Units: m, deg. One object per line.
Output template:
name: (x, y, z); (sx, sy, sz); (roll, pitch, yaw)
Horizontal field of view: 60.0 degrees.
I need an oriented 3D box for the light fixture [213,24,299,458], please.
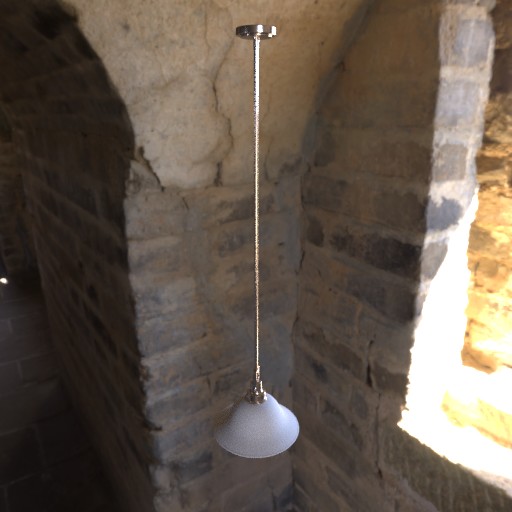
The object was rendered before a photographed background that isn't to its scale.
light fixture: (0.000, 0.000, 1.463); (0.324, 1.354, 0.324); (3, 18, 10)
